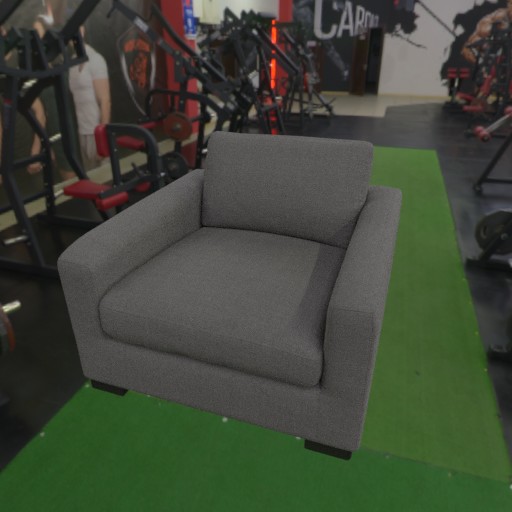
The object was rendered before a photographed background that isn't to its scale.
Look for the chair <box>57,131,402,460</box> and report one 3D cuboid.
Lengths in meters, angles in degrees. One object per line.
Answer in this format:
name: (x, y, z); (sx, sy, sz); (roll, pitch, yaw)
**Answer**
chair: (0.000, 0.000, 1.839); (1.070, 0.847, 1.100); (9, 27, 18)
